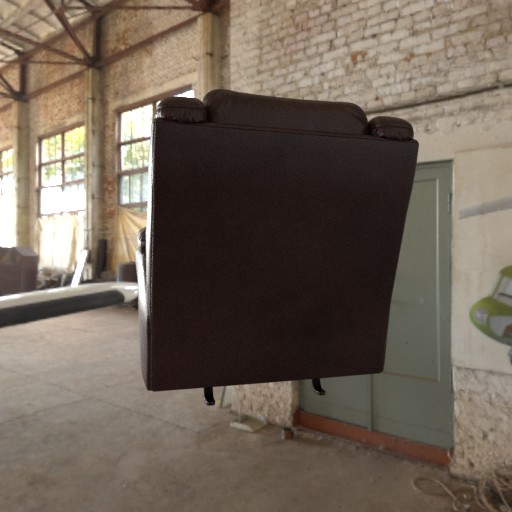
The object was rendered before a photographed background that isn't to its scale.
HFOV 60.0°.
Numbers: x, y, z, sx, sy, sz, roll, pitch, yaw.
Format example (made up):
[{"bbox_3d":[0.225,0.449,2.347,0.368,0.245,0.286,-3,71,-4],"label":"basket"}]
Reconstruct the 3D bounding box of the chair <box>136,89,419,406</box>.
[{"bbox_3d":[0.000,0.000,1.907,0.990,1.093,1.041,0,0,-16],"label":"chair"}]
